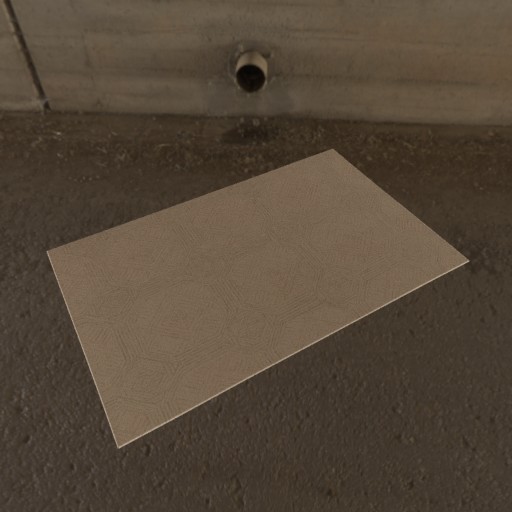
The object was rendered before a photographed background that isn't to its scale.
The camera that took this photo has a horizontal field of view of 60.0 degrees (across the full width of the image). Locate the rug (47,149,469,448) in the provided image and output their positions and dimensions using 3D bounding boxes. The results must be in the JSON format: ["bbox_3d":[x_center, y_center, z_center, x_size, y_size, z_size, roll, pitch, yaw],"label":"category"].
[{"bbox_3d":[0.000,0.000,3.015,2.440,0.008,1.524,-23,52,-20],"label":"rug"}]
